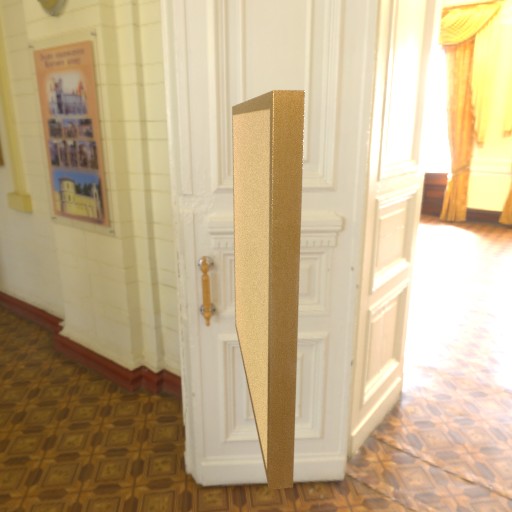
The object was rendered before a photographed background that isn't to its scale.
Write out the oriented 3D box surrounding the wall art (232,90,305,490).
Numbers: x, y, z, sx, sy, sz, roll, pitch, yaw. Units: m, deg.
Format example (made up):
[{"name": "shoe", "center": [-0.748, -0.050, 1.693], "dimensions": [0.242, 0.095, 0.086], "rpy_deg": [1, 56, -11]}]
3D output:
[{"name": "wall art", "center": [0.000, 0.000, 0.771], "dimensions": [0.033, 0.509, 0.510], "rpy_deg": [-2, 17, -7]}]
